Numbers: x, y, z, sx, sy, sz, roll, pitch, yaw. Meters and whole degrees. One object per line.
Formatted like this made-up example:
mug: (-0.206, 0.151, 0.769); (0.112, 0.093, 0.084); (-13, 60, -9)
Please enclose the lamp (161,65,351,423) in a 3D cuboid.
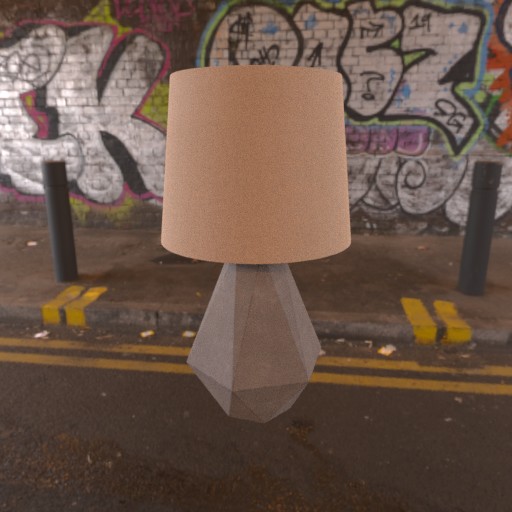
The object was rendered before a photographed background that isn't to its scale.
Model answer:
lamp: (0.000, 0.000, 0.666); (0.276, 0.501, 0.276); (0, 16, 0)
